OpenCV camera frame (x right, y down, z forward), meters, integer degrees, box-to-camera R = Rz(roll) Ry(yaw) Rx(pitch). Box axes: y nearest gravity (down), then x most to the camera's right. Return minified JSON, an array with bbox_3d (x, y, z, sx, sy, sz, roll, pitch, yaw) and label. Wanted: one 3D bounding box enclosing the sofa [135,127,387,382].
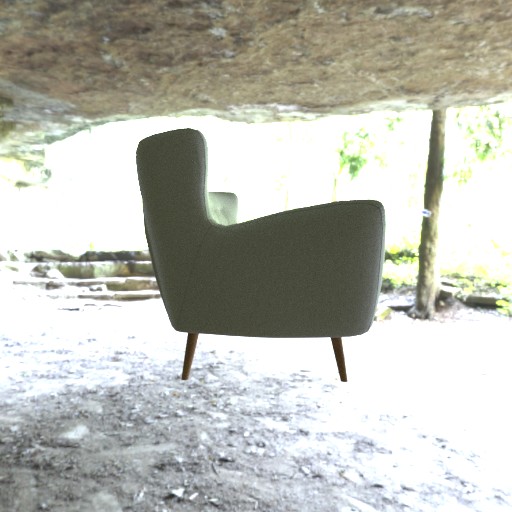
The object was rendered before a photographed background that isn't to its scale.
[{"bbox_3d":[0.000,0.000,2.353,0.899,0.890,1.930,0,1,1],"label":"sofa"}]
